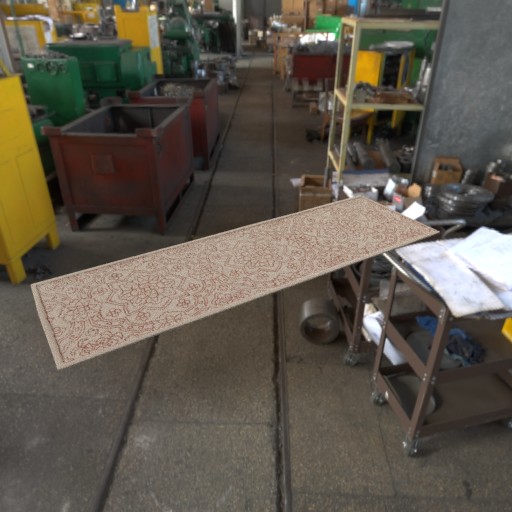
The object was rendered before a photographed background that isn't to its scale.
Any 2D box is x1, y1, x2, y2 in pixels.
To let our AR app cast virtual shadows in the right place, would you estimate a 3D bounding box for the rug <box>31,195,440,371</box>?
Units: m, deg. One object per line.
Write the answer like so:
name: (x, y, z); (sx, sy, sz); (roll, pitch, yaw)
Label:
rug: (0.000, 0.000, 2.705); (2.448, 0.012, 0.769); (-17, 34, -27)
